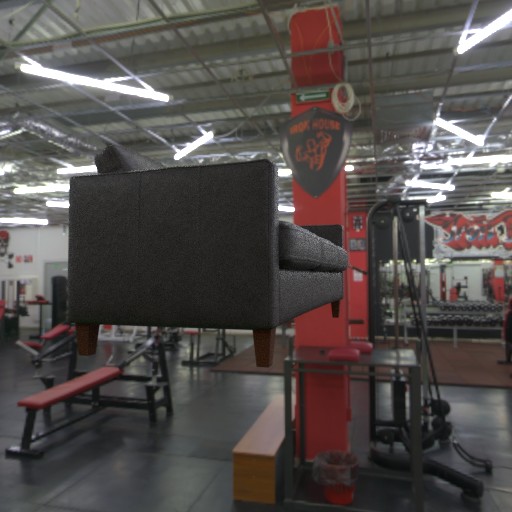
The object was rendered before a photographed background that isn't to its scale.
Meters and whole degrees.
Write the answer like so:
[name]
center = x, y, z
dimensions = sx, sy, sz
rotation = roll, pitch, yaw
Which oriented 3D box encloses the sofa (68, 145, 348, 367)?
[sofa]
center = 0.000, 0.000, 3.016
dimensions = 1.045, 1.006, 2.464
rotation = -1, -3, 18
